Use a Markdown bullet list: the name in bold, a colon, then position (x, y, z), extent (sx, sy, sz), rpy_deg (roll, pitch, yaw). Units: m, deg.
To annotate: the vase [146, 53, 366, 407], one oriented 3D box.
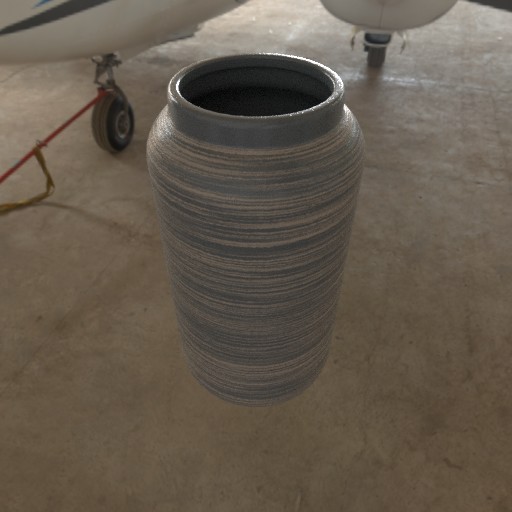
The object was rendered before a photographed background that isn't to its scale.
- **vase**: position (0.000, 0.000, 0.293), extent (0.116, 0.230, 0.116), rpy_deg (0, 42, 0)
